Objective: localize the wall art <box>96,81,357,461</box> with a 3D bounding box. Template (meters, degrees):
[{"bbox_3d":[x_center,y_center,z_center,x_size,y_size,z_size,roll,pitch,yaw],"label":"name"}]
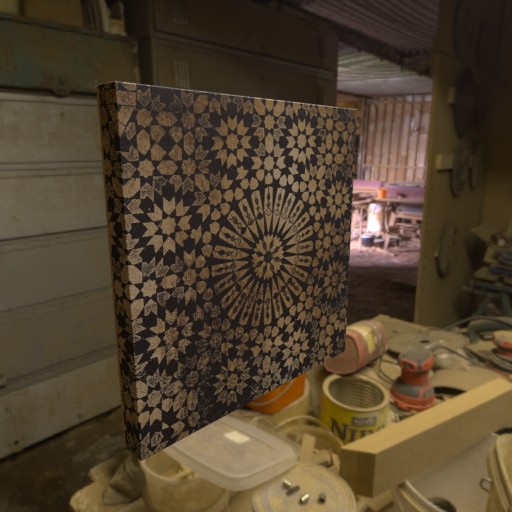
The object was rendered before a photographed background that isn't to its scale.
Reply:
[{"bbox_3d":[0.000,0.000,0.607,0.405,0.405,0.038,-13,18,-43],"label":"wall art"}]
